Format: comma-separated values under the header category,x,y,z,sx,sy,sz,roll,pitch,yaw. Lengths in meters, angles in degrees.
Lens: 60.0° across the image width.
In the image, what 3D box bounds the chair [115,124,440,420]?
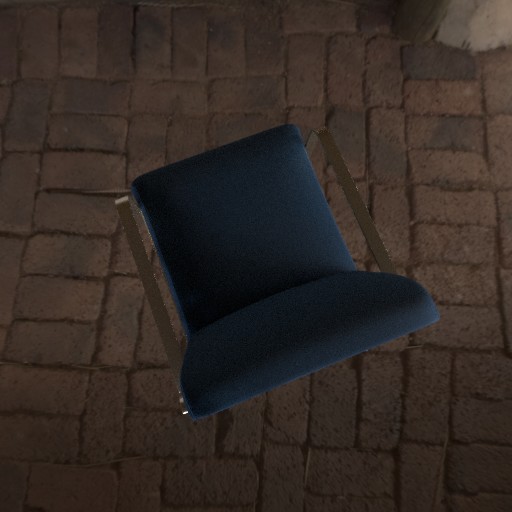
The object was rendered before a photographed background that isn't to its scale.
category,x,y,z,sx,sy,sz,roll,pitch,yaw
chair,0.000,0.000,1.446,0.692,0.831,0.859,-21,77,-5
